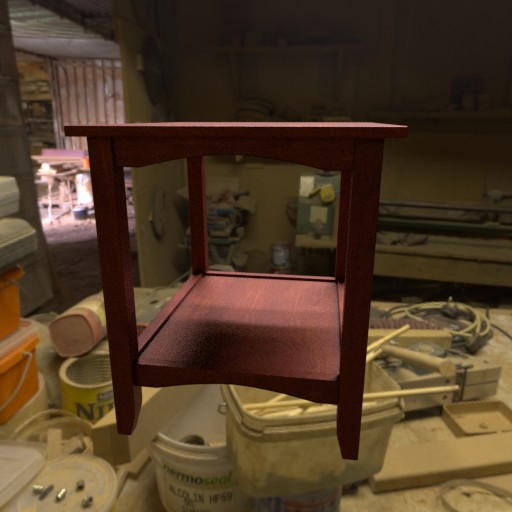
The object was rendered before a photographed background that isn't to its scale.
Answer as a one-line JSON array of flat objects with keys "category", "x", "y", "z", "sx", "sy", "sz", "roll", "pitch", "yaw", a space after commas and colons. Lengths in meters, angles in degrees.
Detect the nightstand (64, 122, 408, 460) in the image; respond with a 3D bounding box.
[{"category": "nightstand", "x": 0.000, "y": 0.000, "z": 0.975, "sx": 0.501, "sy": 0.558, "sz": 0.558, "roll": 3, "pitch": 17, "yaw": 8}]
